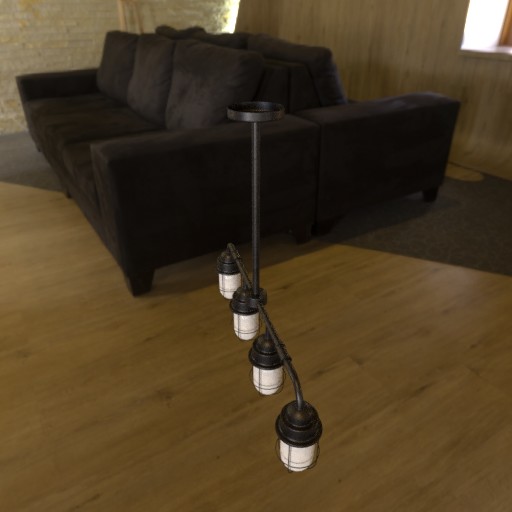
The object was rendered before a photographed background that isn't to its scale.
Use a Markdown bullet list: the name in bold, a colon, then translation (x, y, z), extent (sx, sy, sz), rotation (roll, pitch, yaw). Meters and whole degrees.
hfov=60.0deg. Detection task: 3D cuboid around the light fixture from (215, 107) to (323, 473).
- **light fixture**: translation (0.000, 0.000, 1.211), extent (0.131, 0.785, 0.852), rotation (-8, 30, -13)
